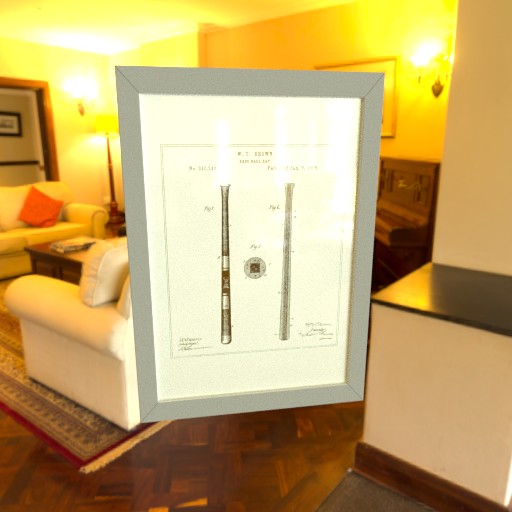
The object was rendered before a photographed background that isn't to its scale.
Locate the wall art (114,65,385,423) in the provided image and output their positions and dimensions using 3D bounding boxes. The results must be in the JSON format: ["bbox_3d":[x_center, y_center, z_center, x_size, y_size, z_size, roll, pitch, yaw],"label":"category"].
[{"bbox_3d":[0.000,0.000,0.674,0.374,0.529,0.012,-2,15,-10],"label":"wall art"}]
